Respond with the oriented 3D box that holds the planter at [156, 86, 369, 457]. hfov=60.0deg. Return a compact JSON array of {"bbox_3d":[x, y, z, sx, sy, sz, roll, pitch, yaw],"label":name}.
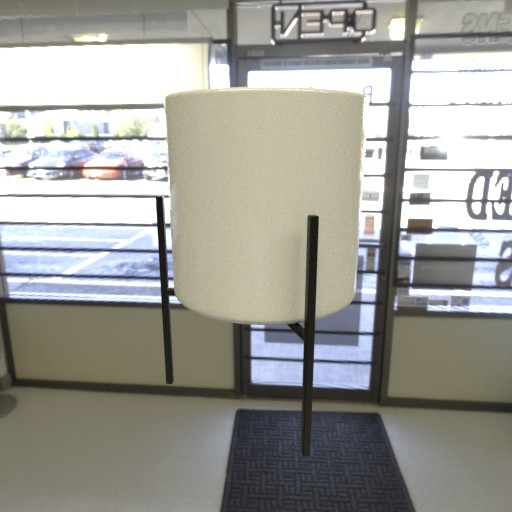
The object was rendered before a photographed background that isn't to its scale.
[{"bbox_3d":[0.000,0.000,0.528,0.239,0.356,0.239,2,15,8],"label":"planter"}]
